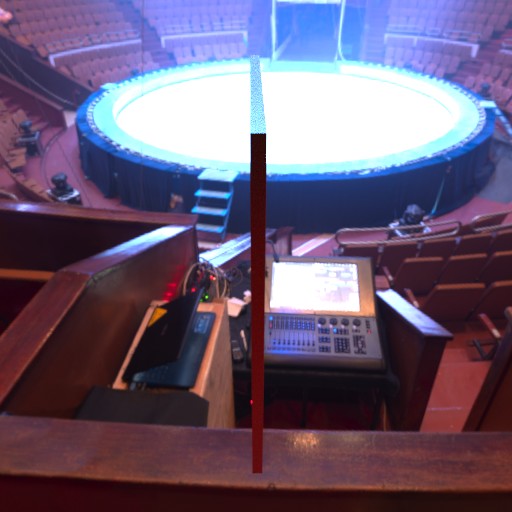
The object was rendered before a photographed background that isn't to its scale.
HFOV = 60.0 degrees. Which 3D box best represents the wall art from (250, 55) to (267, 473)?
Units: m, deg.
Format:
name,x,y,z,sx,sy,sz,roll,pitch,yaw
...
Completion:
name,x,y,z,sx,sy,sz,roll,pitch,yaw
wall art,0.000,0.000,1.402,0.030,1.046,0.816,0,33,-1
